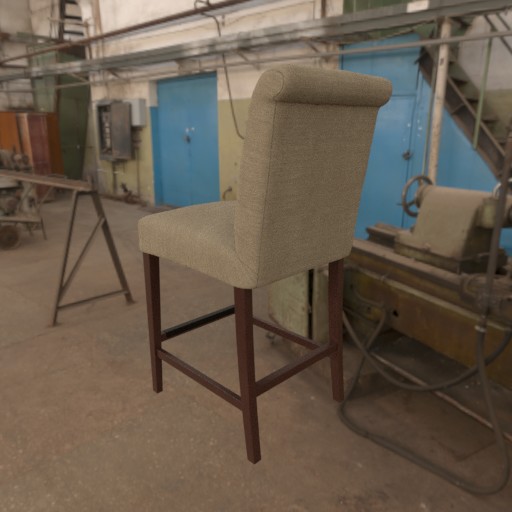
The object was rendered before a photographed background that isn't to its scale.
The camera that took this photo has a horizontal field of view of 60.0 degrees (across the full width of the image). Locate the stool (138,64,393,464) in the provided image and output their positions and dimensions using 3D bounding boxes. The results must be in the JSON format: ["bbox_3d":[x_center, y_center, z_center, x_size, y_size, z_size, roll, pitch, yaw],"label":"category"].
[{"bbox_3d":[0.000,0.000,1.448,0.486,1.084,0.660,-16,23,-42],"label":"stool"}]
